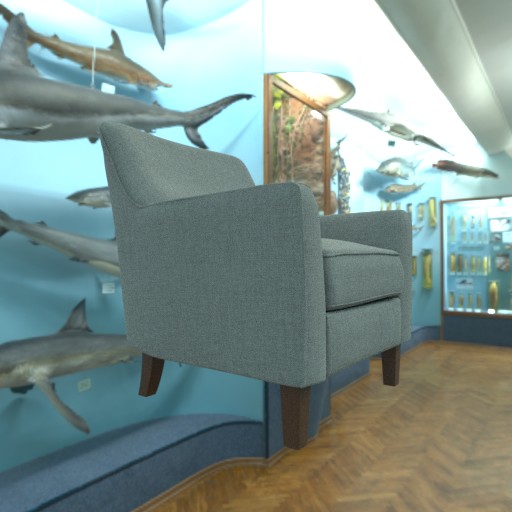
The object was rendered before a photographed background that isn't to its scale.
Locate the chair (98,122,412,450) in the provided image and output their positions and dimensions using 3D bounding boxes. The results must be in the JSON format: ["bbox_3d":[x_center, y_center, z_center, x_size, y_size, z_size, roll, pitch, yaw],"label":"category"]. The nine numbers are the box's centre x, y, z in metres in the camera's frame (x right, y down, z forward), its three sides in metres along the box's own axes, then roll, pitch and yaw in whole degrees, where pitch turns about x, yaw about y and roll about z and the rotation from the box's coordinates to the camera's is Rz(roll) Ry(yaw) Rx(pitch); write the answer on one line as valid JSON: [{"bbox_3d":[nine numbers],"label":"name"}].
[{"bbox_3d":[0.000,0.000,1.758,0.993,1.047,0.887,0,0,37],"label":"chair"}]
